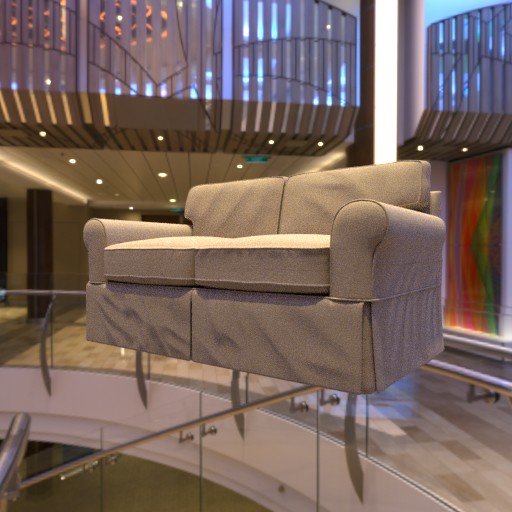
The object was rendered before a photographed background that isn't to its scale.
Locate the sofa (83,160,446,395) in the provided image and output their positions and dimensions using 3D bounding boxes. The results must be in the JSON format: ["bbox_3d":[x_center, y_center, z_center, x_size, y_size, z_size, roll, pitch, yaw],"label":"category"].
[{"bbox_3d":[0.000,0.000,2.325,1.727,0.940,0.991,0,1,36],"label":"sofa"}]
